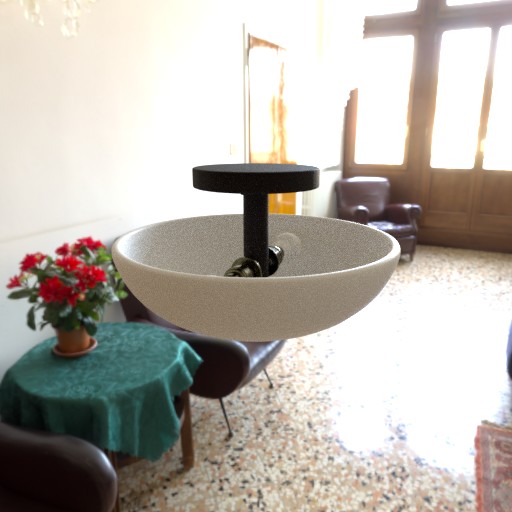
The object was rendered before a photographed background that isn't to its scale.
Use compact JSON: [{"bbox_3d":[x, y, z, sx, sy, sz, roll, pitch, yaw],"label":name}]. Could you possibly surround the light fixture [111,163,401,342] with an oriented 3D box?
[{"bbox_3d":[0.000,0.000,0.537,0.331,0.212,0.331,0,15,0],"label":"light fixture"}]
